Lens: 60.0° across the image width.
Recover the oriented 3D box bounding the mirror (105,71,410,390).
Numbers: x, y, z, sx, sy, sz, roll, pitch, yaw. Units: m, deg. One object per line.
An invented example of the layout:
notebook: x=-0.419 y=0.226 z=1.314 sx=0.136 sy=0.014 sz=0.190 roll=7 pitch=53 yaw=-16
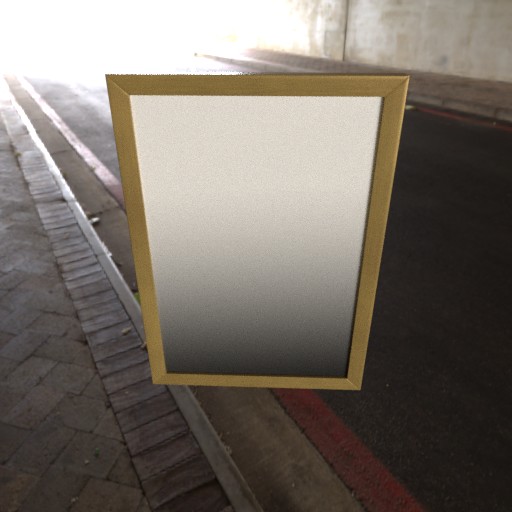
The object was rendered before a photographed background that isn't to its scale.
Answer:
mirror: x=0.000 y=0.000 z=0.926 sx=0.507 sy=0.710 sz=0.040 roll=1 pitch=29 yaw=2
